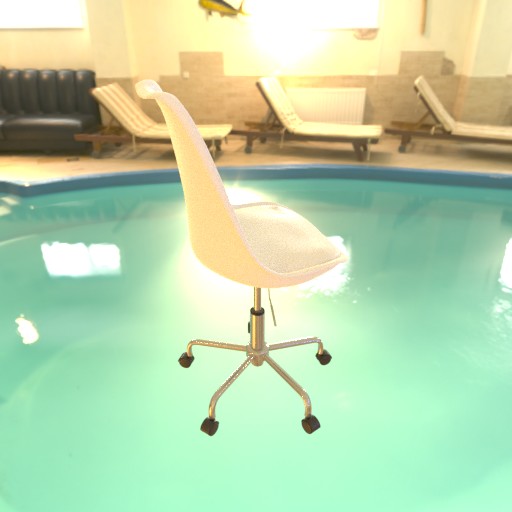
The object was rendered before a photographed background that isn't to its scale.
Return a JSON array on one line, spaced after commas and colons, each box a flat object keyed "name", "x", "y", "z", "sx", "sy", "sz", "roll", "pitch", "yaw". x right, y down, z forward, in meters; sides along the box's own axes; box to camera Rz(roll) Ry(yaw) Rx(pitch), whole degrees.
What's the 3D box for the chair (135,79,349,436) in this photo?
[{"name": "chair", "x": 0.000, "y": 0.000, "z": 1.261, "sx": 0.550, "sy": 0.930, "sz": 0.550, "roll": -9, "pitch": 29, "yaw": -17}]
